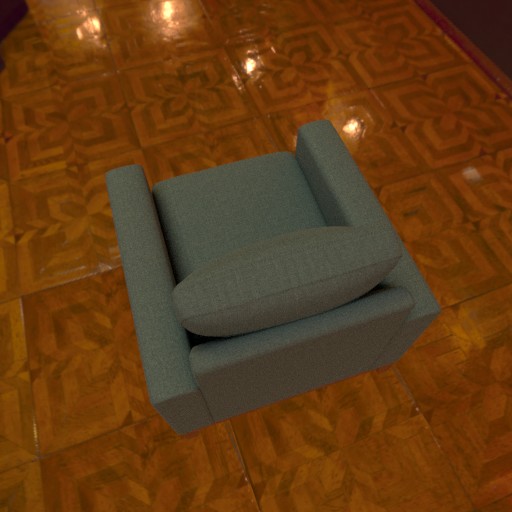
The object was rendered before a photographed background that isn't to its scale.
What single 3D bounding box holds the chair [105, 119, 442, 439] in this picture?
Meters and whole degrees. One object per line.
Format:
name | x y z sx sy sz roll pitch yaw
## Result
chair | 0.000 0.000 1.855 1.024 1.010 1.038 -16 60 -9
